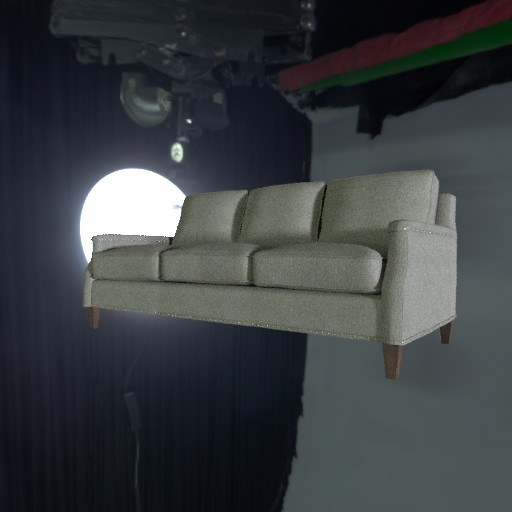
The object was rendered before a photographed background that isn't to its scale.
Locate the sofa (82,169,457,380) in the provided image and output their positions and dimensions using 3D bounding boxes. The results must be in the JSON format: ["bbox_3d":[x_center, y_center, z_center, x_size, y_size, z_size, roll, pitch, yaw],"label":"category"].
[{"bbox_3d":[0.000,0.000,2.839,2.246,1.003,1.084,0,0,36],"label":"sofa"}]
